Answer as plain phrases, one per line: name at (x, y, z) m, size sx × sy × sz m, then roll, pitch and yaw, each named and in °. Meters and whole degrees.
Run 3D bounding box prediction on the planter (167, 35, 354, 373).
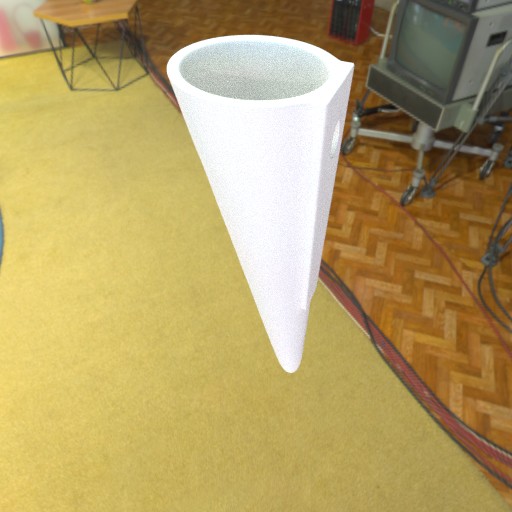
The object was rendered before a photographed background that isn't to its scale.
planter at (0.000, 0.000, 0.226) m, size 0.064 × 0.193 × 0.057 m, roll 17°, pitch 49°, yaw 16°
